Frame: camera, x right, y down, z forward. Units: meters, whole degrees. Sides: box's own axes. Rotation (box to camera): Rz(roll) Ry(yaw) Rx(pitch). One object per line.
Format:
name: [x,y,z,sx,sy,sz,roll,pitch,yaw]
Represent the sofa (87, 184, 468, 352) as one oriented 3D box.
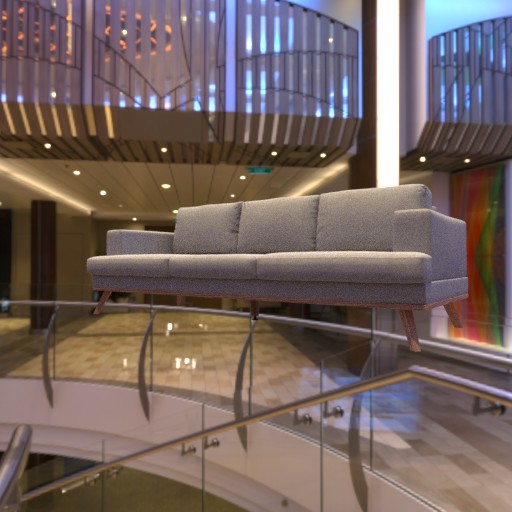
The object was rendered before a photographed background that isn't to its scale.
sofa: [0.000,0.000,2.807,2.310,0.810,0.920,-1,-1,36]
